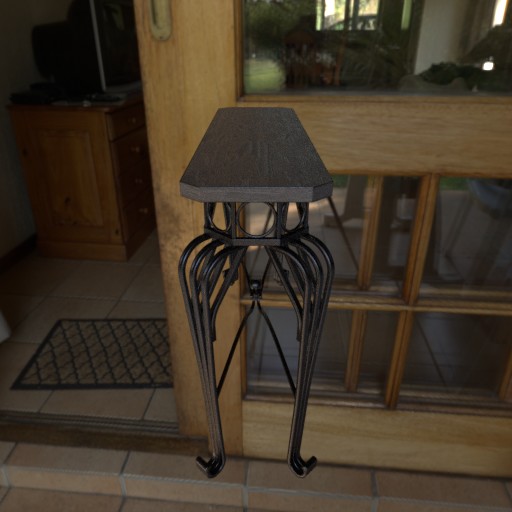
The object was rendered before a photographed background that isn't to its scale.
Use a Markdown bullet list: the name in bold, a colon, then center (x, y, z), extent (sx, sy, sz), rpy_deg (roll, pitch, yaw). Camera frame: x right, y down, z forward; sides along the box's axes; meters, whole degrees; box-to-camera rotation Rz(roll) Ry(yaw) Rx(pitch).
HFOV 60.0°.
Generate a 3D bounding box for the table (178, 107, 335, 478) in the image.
- **table**: center (0.000, 0.000, 1.462), extent (0.329, 0.800, 1.112), rpy_deg (0, 26, 0)
